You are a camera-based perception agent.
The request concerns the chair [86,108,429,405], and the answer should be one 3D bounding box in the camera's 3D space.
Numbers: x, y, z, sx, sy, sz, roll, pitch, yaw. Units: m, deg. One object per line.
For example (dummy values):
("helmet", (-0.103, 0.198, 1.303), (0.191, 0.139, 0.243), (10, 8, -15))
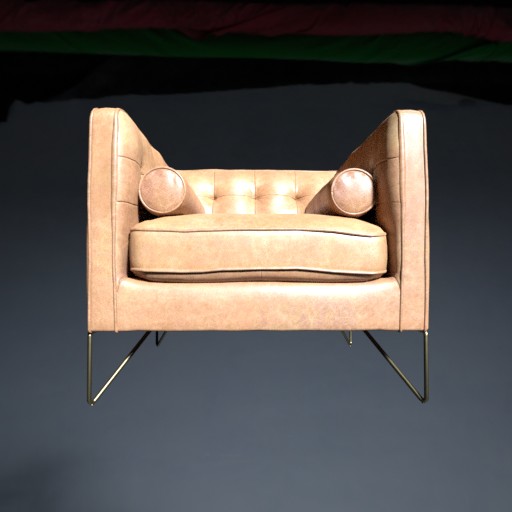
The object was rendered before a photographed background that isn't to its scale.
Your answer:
("chair", (0.000, 0.000, 1.594), (0.920, 0.797, 0.912), (0, -1, -1))
